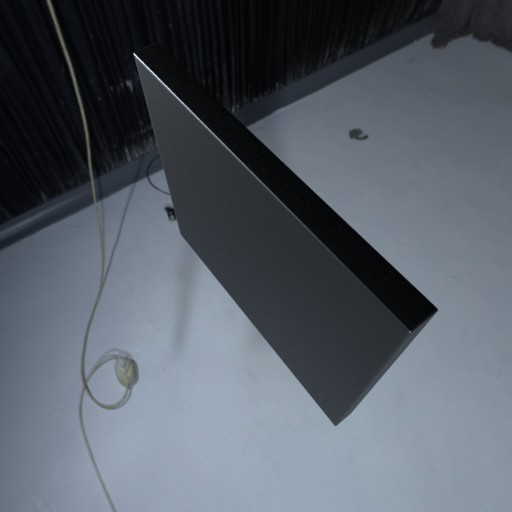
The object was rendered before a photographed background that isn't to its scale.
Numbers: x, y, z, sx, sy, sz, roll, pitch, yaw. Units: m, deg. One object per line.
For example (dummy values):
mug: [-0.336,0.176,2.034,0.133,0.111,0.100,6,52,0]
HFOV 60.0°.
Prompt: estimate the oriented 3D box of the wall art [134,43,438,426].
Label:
wall art: [0.000,0.000,0.520,0.028,0.330,0.380,-33,64,-18]
